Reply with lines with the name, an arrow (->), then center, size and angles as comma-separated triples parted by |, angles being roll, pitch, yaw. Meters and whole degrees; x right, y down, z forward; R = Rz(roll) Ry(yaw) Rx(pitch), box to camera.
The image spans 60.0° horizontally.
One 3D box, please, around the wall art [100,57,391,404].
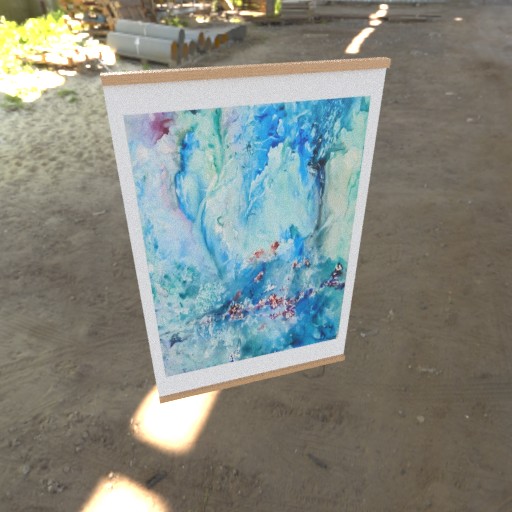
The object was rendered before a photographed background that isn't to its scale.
wall art -> 0.000, 0.000, 1.273 | 0.669, 1.020, 0.027 | -9, 34, -14
